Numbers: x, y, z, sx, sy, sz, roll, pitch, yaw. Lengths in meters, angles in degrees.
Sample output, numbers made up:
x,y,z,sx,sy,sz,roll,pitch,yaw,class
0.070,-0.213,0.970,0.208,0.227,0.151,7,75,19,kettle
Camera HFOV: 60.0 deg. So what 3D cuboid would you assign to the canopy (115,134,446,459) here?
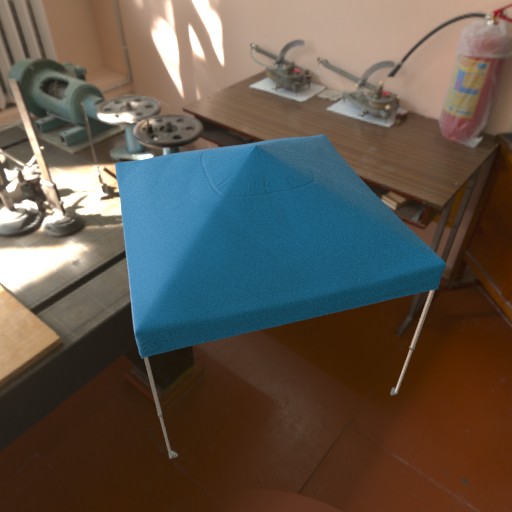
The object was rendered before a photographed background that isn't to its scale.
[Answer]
x,y,z,sx,sy,sz,roll,pitch,yaw,class
0.000,0.000,5.532,2.996,2.997,2.998,-11,42,-13,canopy
